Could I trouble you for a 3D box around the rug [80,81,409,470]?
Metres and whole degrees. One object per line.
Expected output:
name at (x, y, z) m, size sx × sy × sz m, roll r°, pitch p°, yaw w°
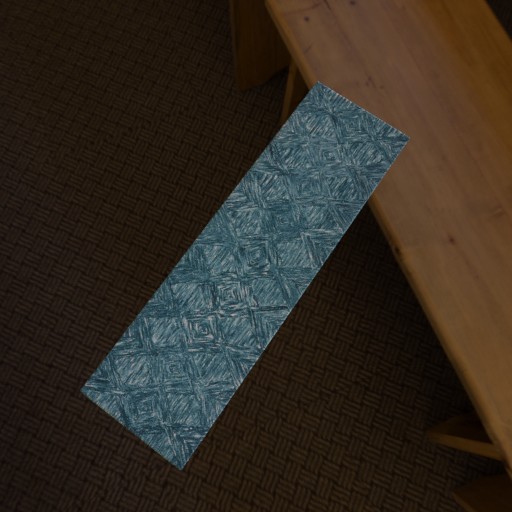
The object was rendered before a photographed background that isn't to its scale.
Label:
rug at (0.000, 0.000, 2.526) m, size 0.676 × 0.016 × 2.286 m, roll 35°, pitch 79°, yaw 8°
